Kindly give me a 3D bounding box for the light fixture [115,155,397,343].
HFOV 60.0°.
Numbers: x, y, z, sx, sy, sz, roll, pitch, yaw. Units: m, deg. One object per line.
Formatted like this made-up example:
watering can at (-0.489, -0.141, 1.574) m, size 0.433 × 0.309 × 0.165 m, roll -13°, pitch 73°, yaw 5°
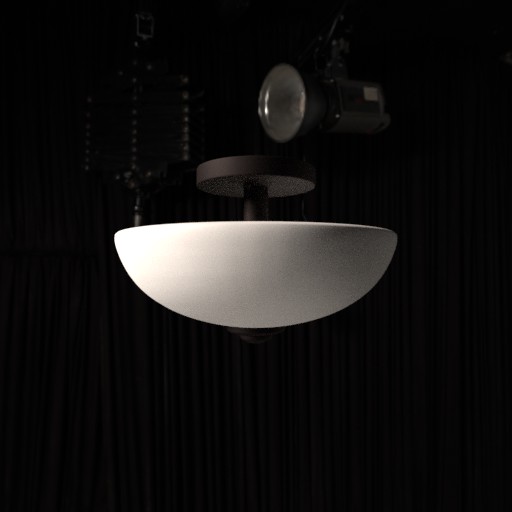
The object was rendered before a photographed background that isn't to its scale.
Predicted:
light fixture at (0.000, 0.000, 0.544) m, size 0.331 × 0.212 × 0.331 m, roll 0°, pitch -2°, yaw 0°
